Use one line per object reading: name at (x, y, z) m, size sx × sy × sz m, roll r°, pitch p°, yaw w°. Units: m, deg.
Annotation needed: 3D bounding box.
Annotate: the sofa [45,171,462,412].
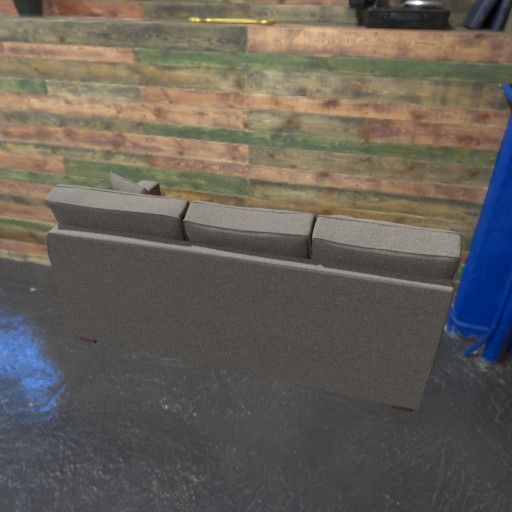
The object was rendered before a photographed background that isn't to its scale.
sofa at (0.000, 0.000, 2.538) m, size 1.963 × 0.946 × 1.034 m, roll 9°, pitch 33°, yaw 14°
